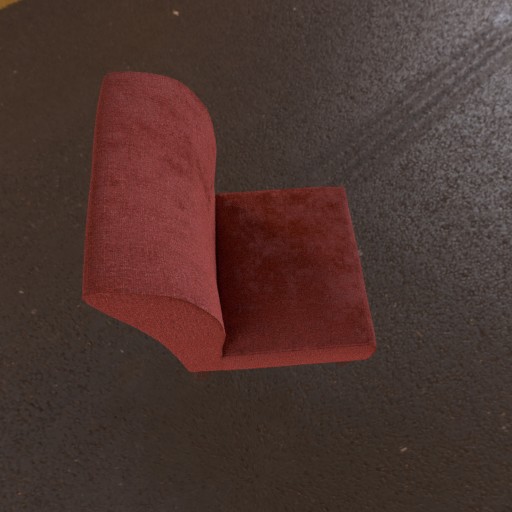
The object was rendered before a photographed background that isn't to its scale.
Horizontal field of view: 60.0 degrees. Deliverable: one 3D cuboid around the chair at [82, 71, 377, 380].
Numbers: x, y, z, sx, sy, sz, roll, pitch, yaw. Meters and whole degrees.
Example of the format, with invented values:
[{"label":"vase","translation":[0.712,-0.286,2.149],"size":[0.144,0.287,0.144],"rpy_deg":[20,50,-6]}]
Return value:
[{"label":"chair","translation":[0.000,0.000,1.219],"size":[0.640,0.846,0.538],"rpy_deg":[-4,63,-2]}]
